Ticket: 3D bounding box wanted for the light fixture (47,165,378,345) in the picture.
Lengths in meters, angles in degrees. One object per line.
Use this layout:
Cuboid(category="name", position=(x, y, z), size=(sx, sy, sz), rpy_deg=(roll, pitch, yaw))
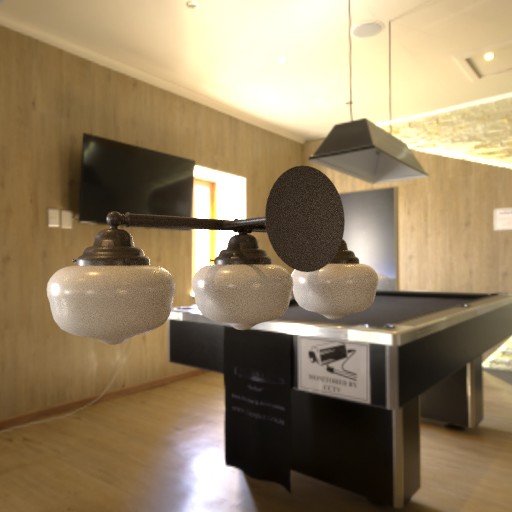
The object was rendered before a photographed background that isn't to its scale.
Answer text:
Cuboid(category="light fixture", position=(0.000, 0.000, 0.695), size=(0.587, 0.242, 0.239), rpy_deg=(0, -1, -36))
